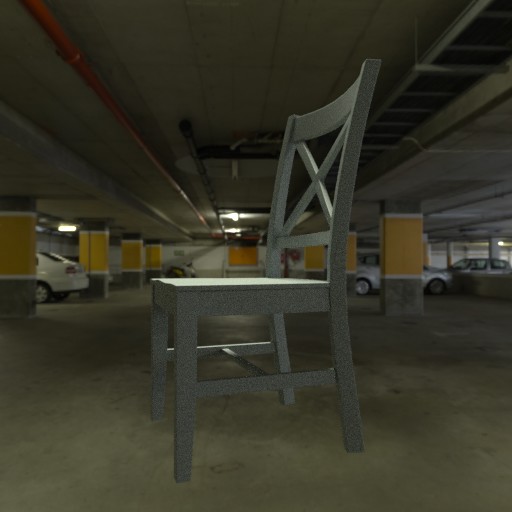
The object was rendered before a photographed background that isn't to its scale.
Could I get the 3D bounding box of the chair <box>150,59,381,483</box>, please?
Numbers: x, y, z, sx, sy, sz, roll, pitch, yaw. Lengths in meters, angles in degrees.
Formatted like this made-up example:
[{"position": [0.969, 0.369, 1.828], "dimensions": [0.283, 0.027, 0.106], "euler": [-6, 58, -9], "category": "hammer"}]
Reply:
[{"position": [0.000, 0.000, 1.247], "dimensions": [0.542, 0.983, 0.485], "euler": [0, -1, -20], "category": "chair"}]
